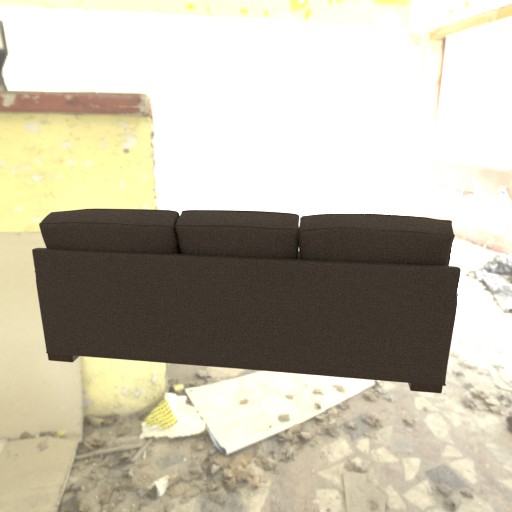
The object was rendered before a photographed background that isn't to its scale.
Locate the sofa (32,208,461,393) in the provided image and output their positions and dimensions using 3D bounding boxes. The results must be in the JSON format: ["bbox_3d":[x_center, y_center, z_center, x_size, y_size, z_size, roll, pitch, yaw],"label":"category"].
[{"bbox_3d":[0.000,0.000,3.293,2.370,0.973,1.790,3,17,8],"label":"sofa"}]
